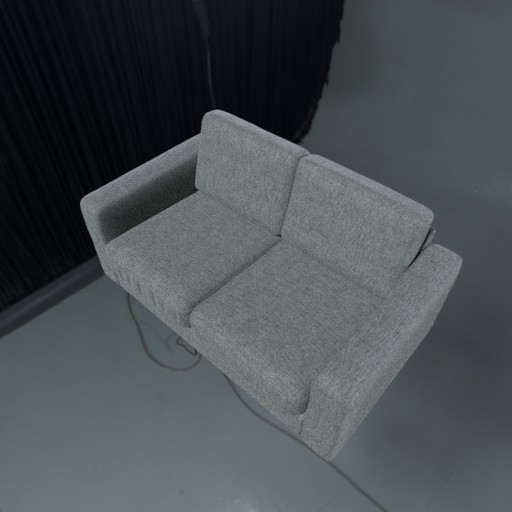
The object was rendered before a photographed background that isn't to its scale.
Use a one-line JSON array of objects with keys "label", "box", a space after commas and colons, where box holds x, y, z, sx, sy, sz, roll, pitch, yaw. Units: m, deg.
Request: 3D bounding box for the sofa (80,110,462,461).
[{"label": "sofa", "box": [0.000, 0.000, 2.037, 1.520, 0.800, 0.900, 33, 55, 27]}]
